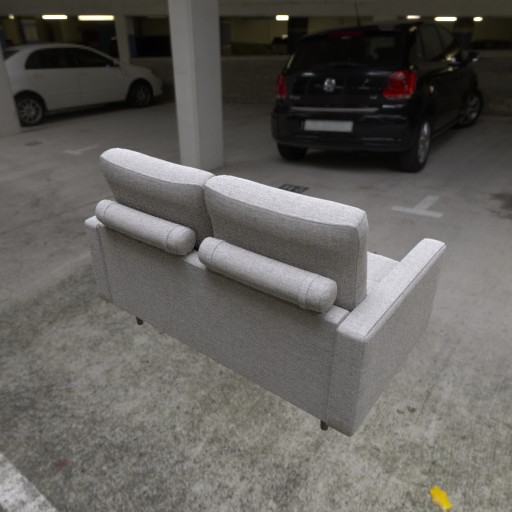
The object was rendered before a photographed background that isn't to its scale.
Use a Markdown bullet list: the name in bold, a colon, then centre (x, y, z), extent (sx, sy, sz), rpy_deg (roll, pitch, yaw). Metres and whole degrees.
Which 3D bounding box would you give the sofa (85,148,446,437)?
- **sofa**: centre (0.000, 0.000, 1.986), extent (1.407, 0.907, 0.842), rpy_deg (20, 34, 32)
